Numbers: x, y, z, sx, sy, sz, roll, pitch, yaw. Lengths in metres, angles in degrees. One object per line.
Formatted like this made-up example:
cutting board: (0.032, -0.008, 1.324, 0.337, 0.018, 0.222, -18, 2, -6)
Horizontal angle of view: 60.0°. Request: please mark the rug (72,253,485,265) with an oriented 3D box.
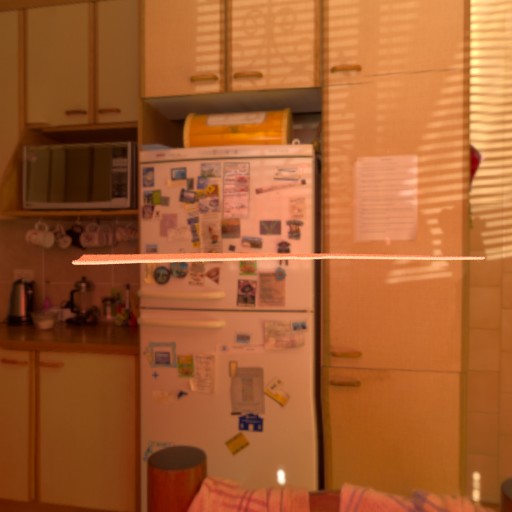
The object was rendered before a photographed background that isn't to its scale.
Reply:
rug: (0.000, 0.000, 4.294, 3.202, 0.045, 2.434, 0, 1, -19)
